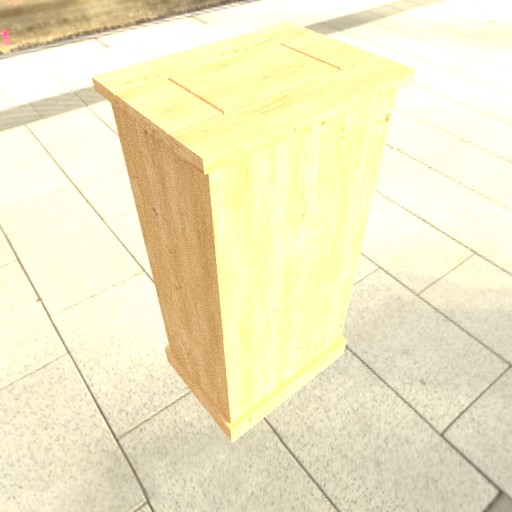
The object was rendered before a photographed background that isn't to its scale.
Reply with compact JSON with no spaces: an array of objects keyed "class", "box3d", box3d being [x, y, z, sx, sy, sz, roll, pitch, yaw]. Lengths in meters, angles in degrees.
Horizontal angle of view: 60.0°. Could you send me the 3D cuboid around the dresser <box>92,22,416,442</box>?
[{"class":"dresser","box3d":[0.000,0.000,1.264,0.531,1.041,0.390,-30,52,-27]}]
